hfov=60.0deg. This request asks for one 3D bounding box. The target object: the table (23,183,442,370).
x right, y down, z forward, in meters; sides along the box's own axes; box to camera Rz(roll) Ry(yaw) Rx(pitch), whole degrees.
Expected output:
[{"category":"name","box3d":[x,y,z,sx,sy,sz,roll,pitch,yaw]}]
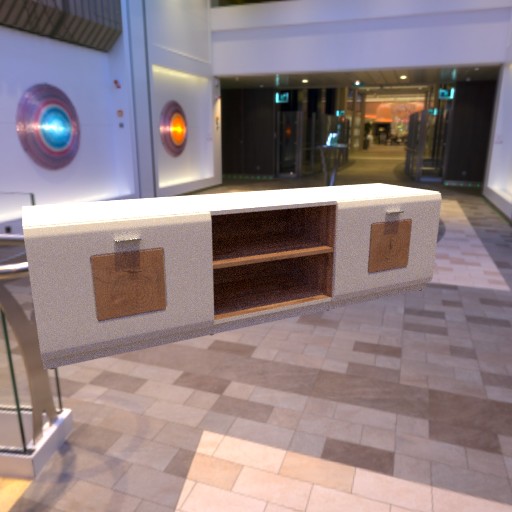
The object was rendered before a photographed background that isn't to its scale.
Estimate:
[{"category":"table","box3d":[0.000,0.000,1.709,1.550,0.440,0.400,-8,17,-26]}]
